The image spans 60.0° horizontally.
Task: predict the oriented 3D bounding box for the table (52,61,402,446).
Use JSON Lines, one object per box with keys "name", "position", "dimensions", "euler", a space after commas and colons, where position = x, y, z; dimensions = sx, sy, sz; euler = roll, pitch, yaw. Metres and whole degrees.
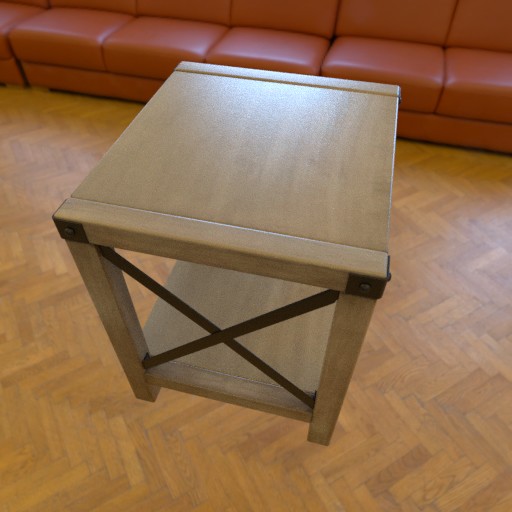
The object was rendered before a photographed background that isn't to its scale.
{"name": "table", "position": [0.000, 0.000, 0.925], "dimensions": [0.459, 0.561, 0.510], "euler": [10, 48, 10]}
